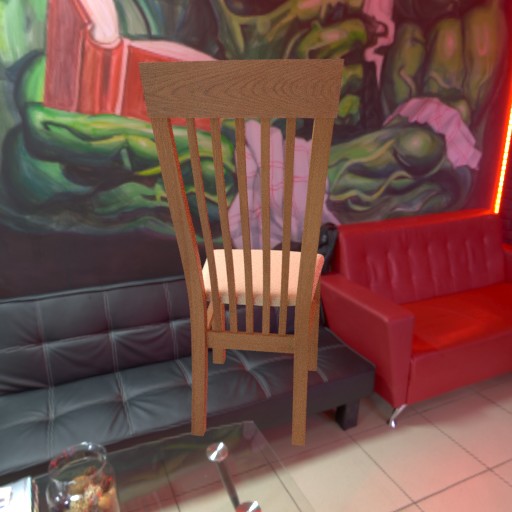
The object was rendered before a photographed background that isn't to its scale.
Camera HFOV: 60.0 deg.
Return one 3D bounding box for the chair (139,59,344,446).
[{"bbox_3d":[0.000,0.000,1.371,0.450,1.050,0.580,2,17,8],"label":"chair"}]
